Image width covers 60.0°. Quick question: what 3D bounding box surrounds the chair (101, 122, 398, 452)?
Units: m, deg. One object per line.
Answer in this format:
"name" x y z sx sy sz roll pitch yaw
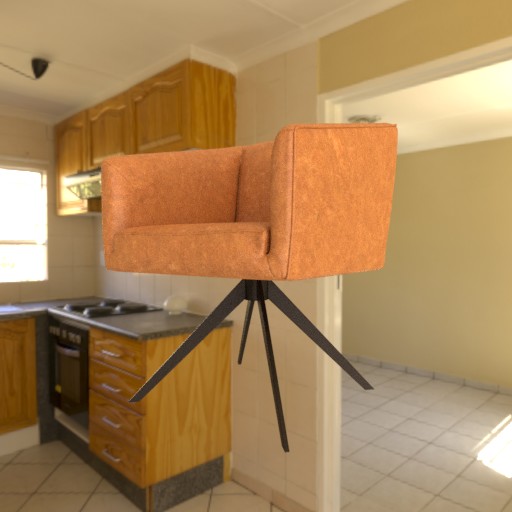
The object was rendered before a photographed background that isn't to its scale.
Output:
"chair" 0.000 0.000 1.201 0.588 0.760 0.625 1 2 35
